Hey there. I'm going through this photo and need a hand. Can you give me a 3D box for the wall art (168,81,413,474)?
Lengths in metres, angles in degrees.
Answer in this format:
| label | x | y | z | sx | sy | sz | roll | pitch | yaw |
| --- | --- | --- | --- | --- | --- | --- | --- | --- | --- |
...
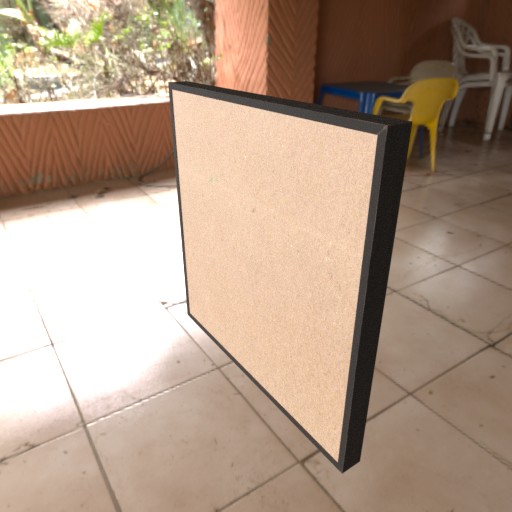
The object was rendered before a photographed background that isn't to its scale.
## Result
| label | x | y | z | sx | sy | sz | roll | pitch | yaw |
| --- | --- | --- | --- | --- | --- | --- | --- | --- | --- |
| wall art | 0.000 | 0.000 | 0.744 | 0.038 | 0.508 | 0.508 | -17 | 32 | -31 |
